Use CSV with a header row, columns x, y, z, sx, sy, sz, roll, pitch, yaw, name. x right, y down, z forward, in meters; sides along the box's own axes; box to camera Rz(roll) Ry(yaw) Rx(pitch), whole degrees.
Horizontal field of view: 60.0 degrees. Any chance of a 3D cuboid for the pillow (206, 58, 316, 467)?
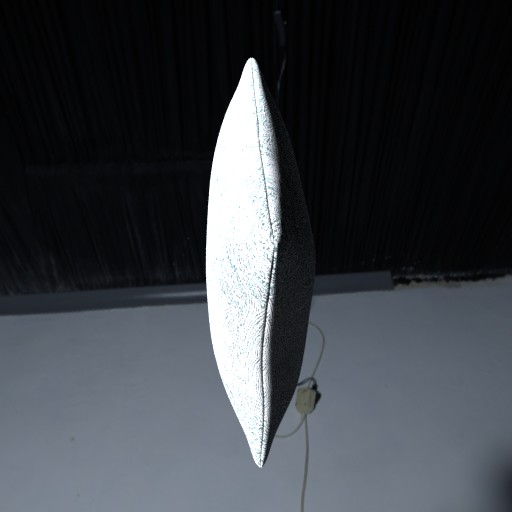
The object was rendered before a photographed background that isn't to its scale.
x,y,z,sx,sy,sz,roll,pitch,yaw,name
0.000,0.000,0.782,0.166,0.507,0.526,-2,42,-2,pillow
